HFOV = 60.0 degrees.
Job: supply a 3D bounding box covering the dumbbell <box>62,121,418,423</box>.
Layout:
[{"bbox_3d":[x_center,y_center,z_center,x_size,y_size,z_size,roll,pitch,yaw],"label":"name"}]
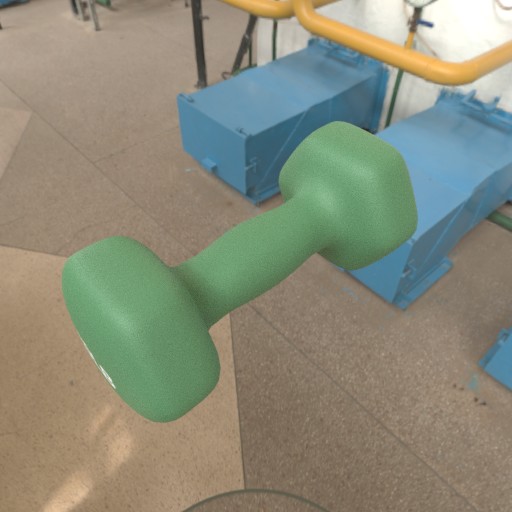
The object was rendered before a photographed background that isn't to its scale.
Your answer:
[{"bbox_3d":[0.000,0.000,0.322,0.257,0.114,0.126,-32,54,-27],"label":"dumbbell"}]
